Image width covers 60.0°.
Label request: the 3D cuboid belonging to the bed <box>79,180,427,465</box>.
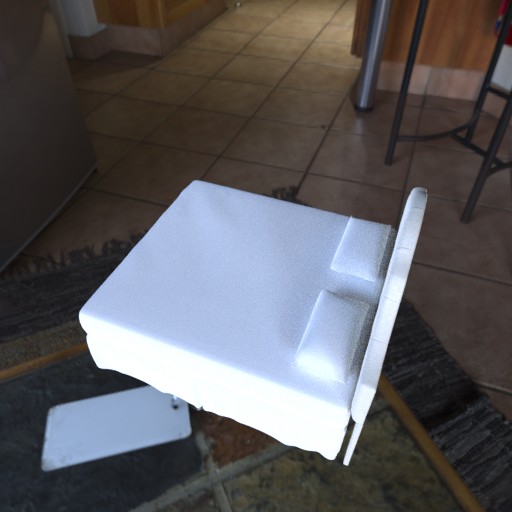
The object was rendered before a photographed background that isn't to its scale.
[{"bbox_3d":[0.000,0.000,3.547,2.214,1.615,2.008,16,47,16],"label":"bed"}]
